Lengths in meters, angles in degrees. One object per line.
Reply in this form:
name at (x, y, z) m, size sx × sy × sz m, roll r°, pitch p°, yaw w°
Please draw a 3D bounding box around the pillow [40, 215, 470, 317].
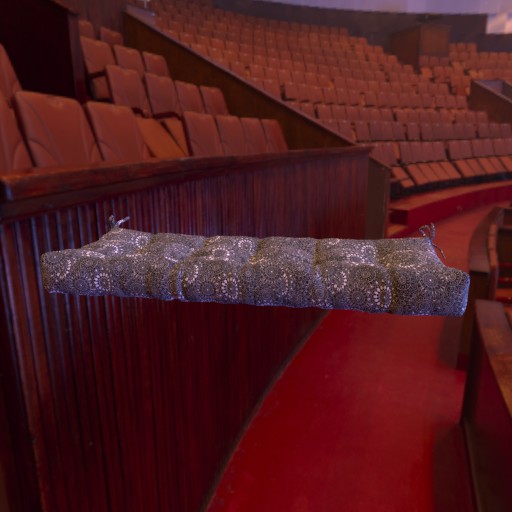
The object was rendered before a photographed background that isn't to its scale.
pillow at (0.000, 0.000, 1.367) m, size 1.194 × 0.174 × 0.511 m, roll 2°, pitch 15°, yaw 9°
